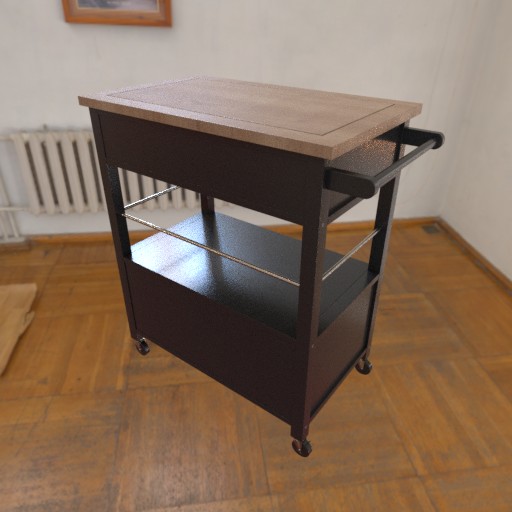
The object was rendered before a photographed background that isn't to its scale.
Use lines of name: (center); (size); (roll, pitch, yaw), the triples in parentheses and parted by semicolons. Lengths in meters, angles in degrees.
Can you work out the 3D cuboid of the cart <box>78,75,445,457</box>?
cart: (0.000, 0.000, 1.341); (0.840, 0.901, 0.459); (21, 36, 31)
